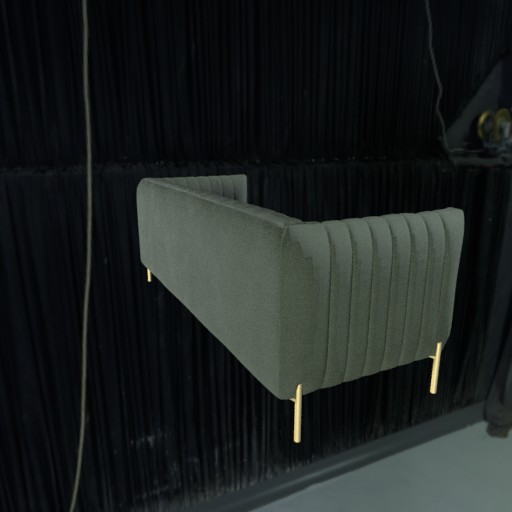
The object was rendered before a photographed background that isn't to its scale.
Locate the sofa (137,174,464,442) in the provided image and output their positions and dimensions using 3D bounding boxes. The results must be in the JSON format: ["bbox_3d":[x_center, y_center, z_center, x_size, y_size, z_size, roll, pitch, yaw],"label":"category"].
[{"bbox_3d":[0.000,0.000,2.558,0.896,0.793,2.137,-7,17,-26],"label":"sofa"}]
